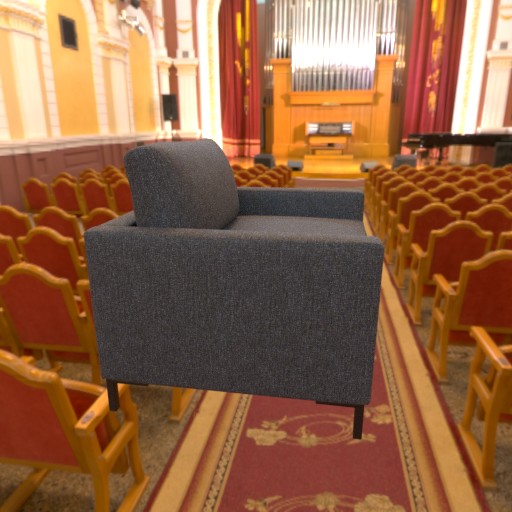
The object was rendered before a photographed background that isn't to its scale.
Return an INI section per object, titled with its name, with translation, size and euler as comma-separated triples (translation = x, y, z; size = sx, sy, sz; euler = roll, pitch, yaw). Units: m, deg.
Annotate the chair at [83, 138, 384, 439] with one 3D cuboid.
[chair]
translation = 0.000, 0.000, 1.696
size = 0.866, 0.861, 0.963
euler = 3, 17, 9
